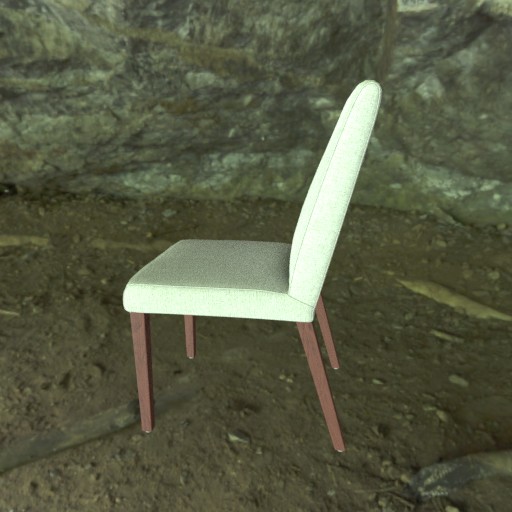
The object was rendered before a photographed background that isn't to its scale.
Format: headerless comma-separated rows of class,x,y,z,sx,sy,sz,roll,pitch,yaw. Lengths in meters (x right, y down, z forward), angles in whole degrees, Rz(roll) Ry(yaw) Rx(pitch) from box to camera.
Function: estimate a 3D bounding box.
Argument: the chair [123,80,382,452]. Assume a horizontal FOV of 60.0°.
chair,0.000,0.000,1.252,0.594,0.900,0.480,2,16,8
